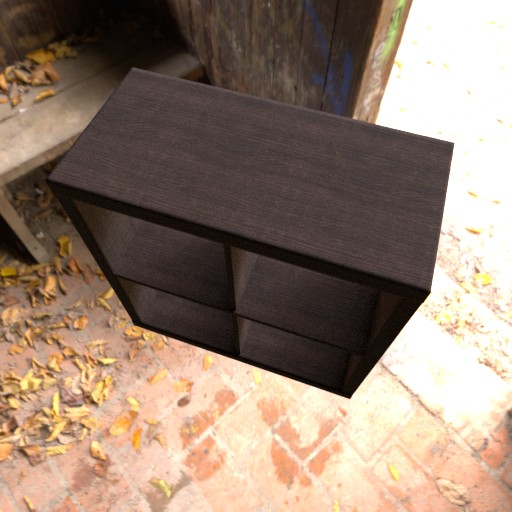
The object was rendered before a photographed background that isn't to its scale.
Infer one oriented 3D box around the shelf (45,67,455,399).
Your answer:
[{"bbox_3d":[0.000,0.000,1.283,0.790,0.786,0.390,17,60,10],"label":"shelf"}]
